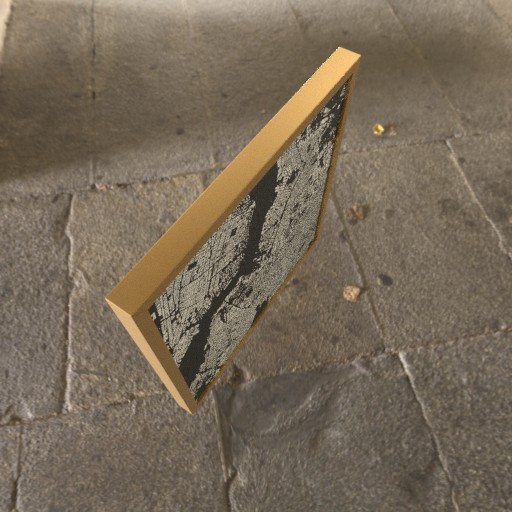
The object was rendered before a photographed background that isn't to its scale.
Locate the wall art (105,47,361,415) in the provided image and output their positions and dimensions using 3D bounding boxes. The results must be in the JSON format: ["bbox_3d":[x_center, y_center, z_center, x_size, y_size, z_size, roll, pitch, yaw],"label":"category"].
[{"bbox_3d":[0.000,0.000,0.470,0.023,0.305,0.305,30,64,16],"label":"wall art"}]
